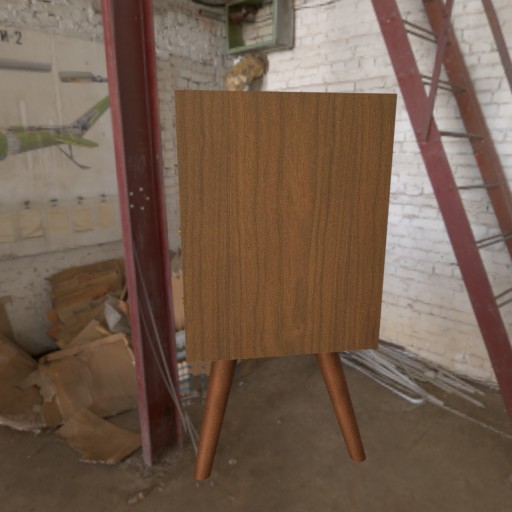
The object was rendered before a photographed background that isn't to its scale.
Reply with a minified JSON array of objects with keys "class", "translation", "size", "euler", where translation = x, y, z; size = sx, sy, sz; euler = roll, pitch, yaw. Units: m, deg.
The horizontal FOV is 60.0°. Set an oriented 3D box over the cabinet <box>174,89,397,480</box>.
[{"class":"cabinet","translation":[0.000,0.000,1.175],"size":[0.388,0.748,0.712],"euler":[-2,15,-9]}]
